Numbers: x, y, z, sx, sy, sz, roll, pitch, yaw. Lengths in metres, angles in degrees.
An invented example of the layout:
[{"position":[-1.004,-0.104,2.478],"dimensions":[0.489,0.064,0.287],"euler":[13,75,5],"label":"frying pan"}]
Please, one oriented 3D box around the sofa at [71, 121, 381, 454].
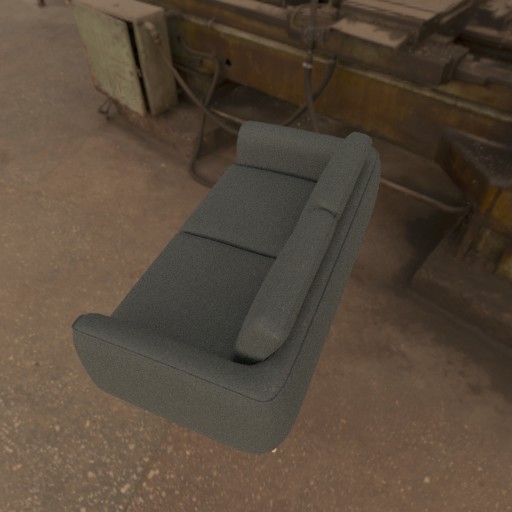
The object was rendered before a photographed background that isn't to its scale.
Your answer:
[{"position":[0.000,0.000,2.219],"dimensions":[0.920,0.850,1.700],"euler":[17,49,16],"label":"sofa"}]
